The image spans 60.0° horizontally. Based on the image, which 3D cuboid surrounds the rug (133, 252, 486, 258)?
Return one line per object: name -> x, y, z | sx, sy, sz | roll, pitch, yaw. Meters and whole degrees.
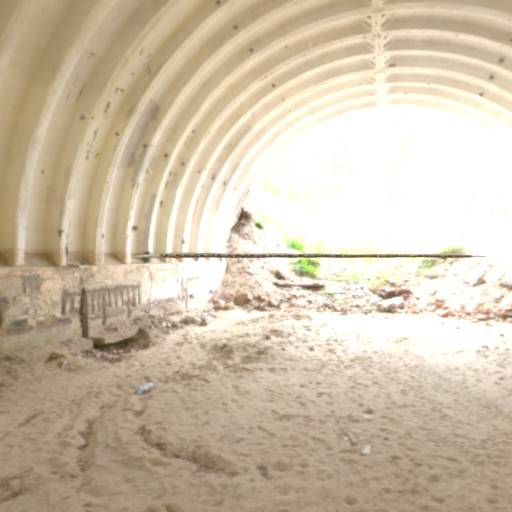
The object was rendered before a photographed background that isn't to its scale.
rug -> 0.000, 0.000, 3.018 | 1.529, 0.027, 2.434 | 0, 0, -18
